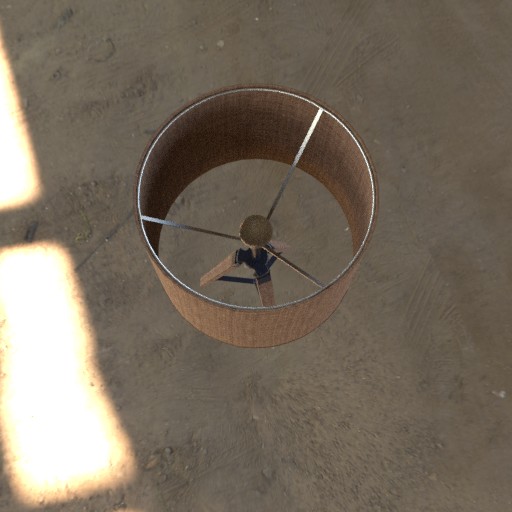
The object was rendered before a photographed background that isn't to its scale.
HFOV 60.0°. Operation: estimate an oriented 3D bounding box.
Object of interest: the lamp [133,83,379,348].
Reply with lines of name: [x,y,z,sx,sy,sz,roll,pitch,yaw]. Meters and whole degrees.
lamp: [0.000,0.000,0.694,0.290,0.514,0.290,0,75,0]
